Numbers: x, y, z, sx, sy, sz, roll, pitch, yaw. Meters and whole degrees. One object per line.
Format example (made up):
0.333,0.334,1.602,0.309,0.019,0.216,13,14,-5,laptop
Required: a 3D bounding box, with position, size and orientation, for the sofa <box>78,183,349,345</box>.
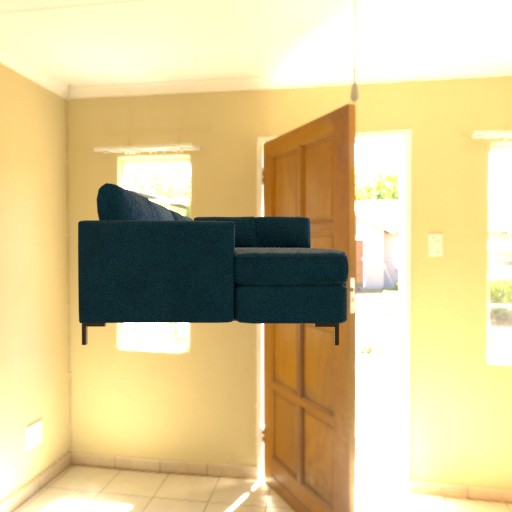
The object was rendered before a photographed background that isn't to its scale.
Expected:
0.000,0.000,4.247,2.055,0.992,3.434,0,1,0,sofa
